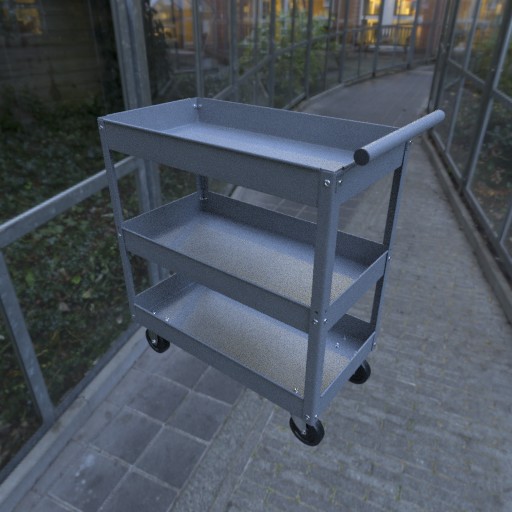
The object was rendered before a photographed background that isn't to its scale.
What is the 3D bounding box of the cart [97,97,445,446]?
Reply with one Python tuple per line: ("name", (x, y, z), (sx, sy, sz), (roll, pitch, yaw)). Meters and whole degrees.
("cart", (0.000, 0.000, 1.178), (0.719, 0.780, 0.366), (21, 36, 32))
